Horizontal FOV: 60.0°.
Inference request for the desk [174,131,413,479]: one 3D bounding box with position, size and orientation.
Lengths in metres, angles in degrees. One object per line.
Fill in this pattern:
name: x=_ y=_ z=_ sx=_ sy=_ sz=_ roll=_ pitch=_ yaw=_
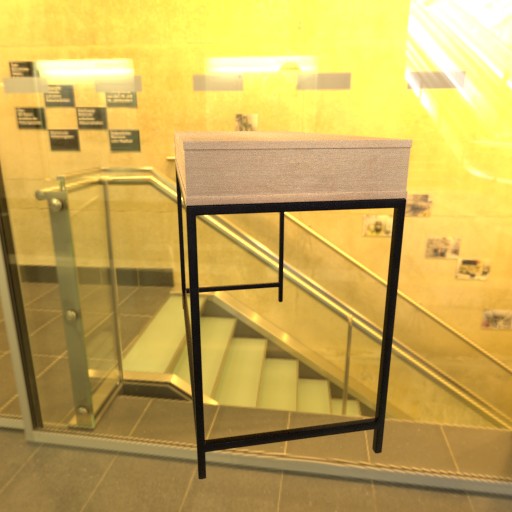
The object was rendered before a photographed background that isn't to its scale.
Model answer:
desk: x=0.000 y=0.000 z=1.438 sx=0.470 sy=0.762 sz=1.016 roll=-3 pitch=17 yaw=-11
